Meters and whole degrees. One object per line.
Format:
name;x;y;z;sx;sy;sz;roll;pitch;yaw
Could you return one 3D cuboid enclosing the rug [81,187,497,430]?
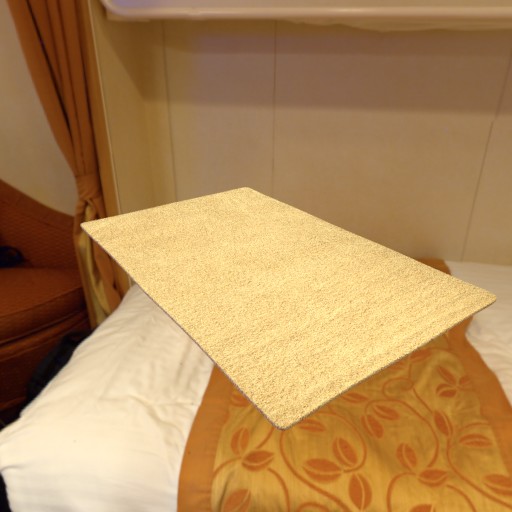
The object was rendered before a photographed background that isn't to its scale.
rug;0.000;0.000;2.806;1.500;0.025;2.349;-18;32;-32
